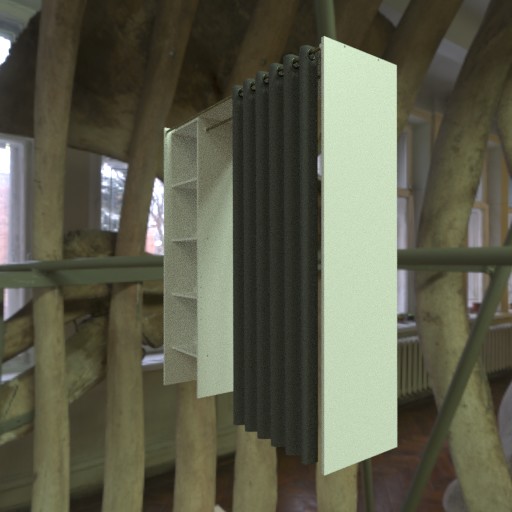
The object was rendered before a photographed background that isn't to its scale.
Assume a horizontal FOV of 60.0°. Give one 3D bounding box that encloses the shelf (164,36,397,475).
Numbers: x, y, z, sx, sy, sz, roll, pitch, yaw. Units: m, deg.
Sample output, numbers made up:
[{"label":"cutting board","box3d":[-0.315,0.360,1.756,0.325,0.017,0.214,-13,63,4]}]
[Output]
[{"label":"shelf","box3d":[0.000,0.000,2.605,0.500,1.810,1.600,0,0,-36]}]
